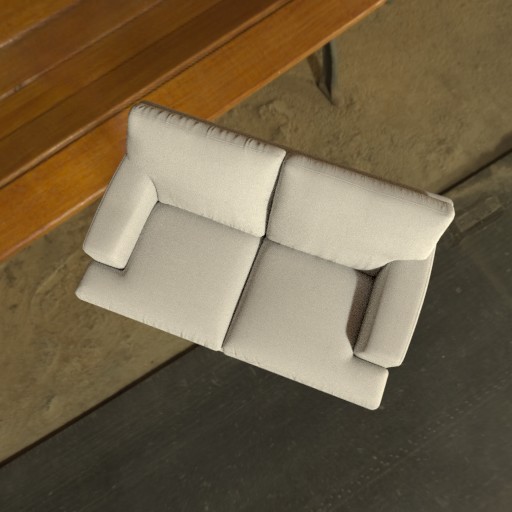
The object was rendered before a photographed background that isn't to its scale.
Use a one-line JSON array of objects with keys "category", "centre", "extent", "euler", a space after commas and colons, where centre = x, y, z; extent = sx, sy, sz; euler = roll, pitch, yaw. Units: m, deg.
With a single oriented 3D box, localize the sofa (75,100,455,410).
[{"category": "sofa", "centre": [0.000, 0.000, 2.544], "extent": [1.880, 0.940, 1.143], "euler": [19, 74, 6]}]
